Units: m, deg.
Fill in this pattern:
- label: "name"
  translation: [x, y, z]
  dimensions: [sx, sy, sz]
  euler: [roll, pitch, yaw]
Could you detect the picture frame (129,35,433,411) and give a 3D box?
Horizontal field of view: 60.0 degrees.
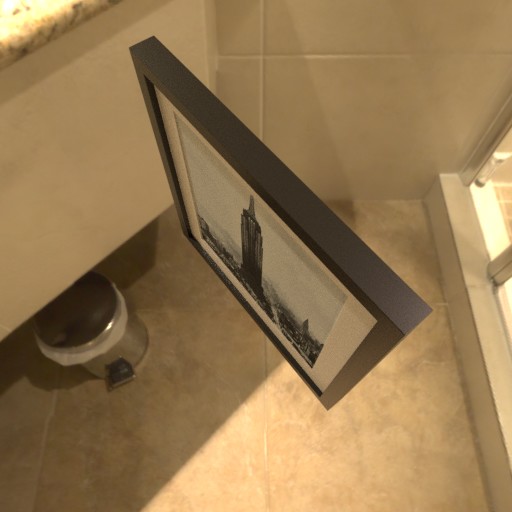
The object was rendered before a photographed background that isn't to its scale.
- label: "picture frame"
  translation: [0.000, 0.000, 0.517]
  dimensions: [0.029, 0.353, 0.355]
  euler: [-35, 68, -16]
